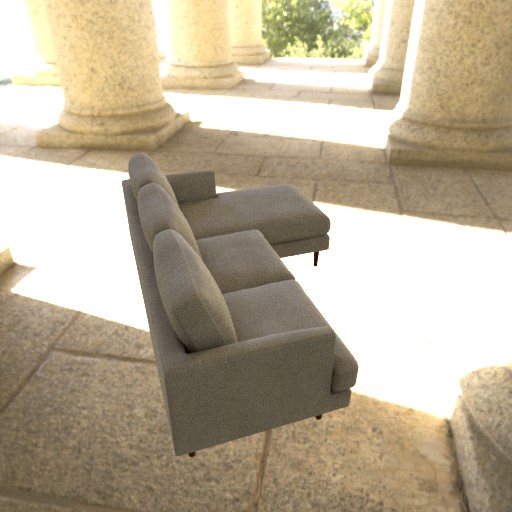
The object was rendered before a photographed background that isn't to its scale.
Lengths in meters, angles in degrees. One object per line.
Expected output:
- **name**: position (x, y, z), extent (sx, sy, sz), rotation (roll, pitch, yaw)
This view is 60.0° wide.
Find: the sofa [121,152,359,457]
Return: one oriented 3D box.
- **sofa**: position (0.000, 0.000, 2.925), extent (1.504, 0.956, 2.233), rotation (-10, 32, -16)
